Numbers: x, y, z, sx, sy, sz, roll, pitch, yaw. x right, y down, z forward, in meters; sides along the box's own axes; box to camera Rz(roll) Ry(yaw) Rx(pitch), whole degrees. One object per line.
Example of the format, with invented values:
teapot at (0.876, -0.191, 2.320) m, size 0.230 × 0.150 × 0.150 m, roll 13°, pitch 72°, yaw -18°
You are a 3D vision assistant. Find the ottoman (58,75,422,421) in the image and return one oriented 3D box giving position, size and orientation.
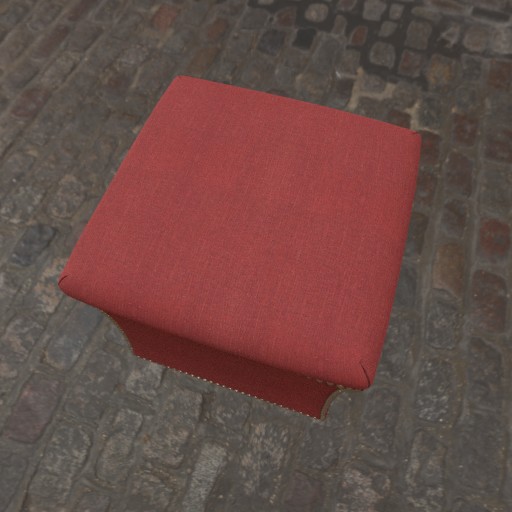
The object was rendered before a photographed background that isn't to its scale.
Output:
ottoman at (0.000, 0.000, 0.915) m, size 0.507 × 0.475 × 0.497 m, roll 17°, pitch 64°, yaw 8°
